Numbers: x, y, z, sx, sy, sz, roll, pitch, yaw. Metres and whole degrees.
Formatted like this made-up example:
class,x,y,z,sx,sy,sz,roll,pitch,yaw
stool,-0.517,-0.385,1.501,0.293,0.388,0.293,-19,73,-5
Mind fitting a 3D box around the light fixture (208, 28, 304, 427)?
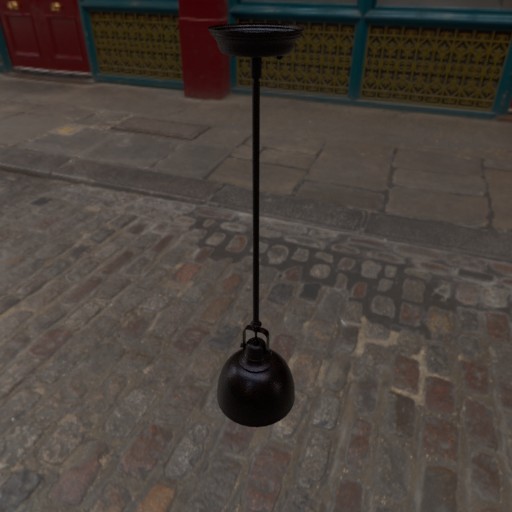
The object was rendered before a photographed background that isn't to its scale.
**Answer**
class,x,y,z,sx,sy,sz,roll,pitch,yaw
light fixture,0.000,0.000,0.834,0.182,0.768,0.182,11,34,17
